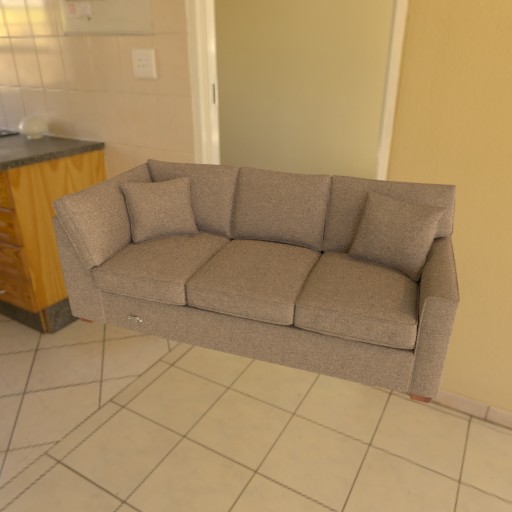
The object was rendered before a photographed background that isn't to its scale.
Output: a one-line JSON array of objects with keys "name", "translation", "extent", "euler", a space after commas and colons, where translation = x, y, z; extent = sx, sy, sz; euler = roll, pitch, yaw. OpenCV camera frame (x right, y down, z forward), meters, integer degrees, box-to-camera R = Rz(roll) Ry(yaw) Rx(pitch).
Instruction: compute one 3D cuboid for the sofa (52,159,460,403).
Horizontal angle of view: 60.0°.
[{"name": "sofa", "translation": [0.000, 0.000, 2.838], "extent": [2.317, 0.962, 1.061], "euler": [9, 26, 18]}]
